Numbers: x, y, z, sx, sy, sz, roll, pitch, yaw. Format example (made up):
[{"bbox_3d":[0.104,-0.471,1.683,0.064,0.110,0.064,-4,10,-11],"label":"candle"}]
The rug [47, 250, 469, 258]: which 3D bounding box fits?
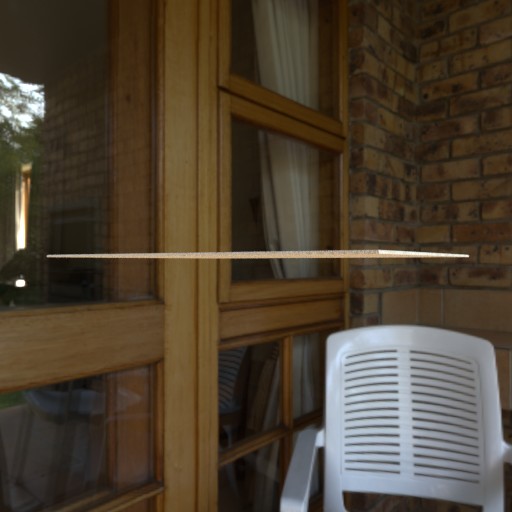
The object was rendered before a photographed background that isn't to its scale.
[{"bbox_3d":[0.000,0.000,2.754,2.144,0.013,1.509,0,-1,36],"label":"rug"}]
